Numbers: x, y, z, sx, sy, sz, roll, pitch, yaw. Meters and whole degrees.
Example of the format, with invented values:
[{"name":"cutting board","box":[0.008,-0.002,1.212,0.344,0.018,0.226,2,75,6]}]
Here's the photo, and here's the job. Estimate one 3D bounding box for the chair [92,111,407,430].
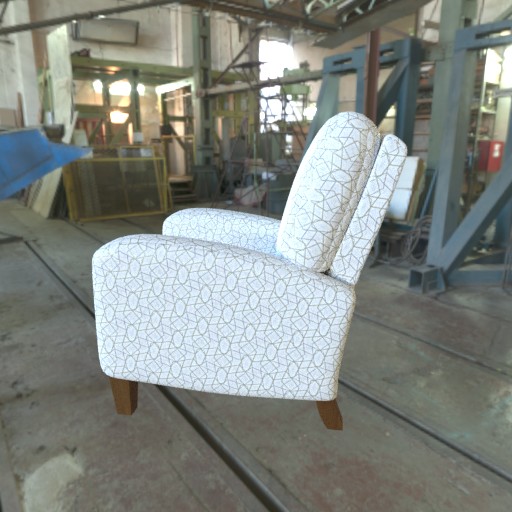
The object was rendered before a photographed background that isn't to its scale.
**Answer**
[{"name":"chair","box":[0.000,0.000,1.765,0.995,1.064,0.796,2,14,9]}]
